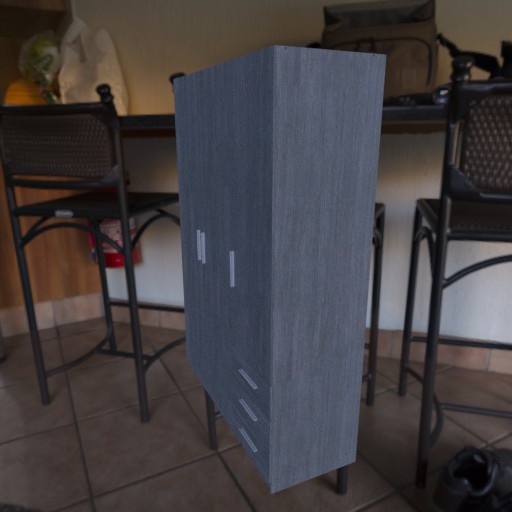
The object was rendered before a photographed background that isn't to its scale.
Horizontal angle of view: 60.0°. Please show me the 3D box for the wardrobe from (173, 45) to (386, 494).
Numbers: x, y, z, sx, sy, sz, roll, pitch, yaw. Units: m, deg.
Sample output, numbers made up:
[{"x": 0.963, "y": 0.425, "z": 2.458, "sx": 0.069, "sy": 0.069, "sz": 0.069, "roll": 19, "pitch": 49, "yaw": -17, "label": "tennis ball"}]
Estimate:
[{"x": 0.000, "y": 0.000, "z": 2.448, "sx": 0.510, "sy": 1.910, "sz": 1.290, "roll": -8, "pitch": 18, "yaw": -24, "label": "wardrobe"}]
